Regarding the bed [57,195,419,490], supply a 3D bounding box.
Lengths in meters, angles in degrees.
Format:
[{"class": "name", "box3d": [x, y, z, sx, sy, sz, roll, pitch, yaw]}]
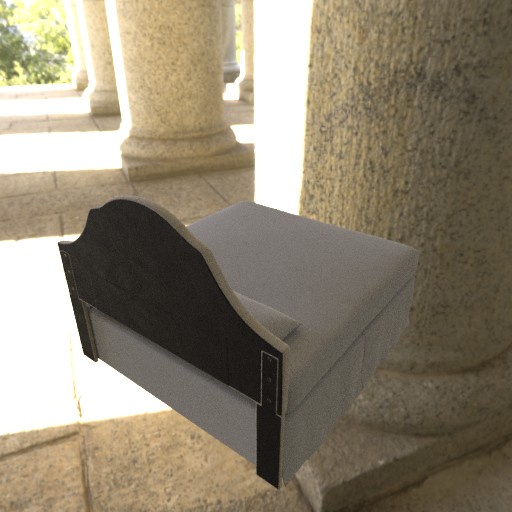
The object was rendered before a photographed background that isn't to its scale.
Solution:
[{"class": "bed", "box3d": [0.000, 0.000, 3.432, 2.012, 1.555, 2.086, 20, 34, 32]}]
